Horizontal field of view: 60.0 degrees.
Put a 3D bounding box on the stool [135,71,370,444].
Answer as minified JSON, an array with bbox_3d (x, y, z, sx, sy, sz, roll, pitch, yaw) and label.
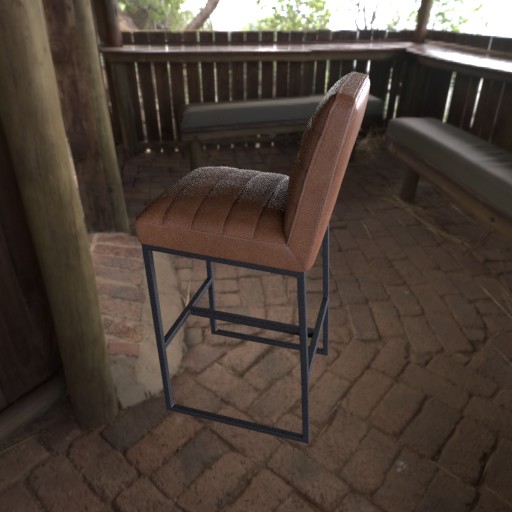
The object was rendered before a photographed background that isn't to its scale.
[{"bbox_3d":[0.000,0.000,1.372,0.556,1.040,0.458,8,30,14],"label":"stool"}]
